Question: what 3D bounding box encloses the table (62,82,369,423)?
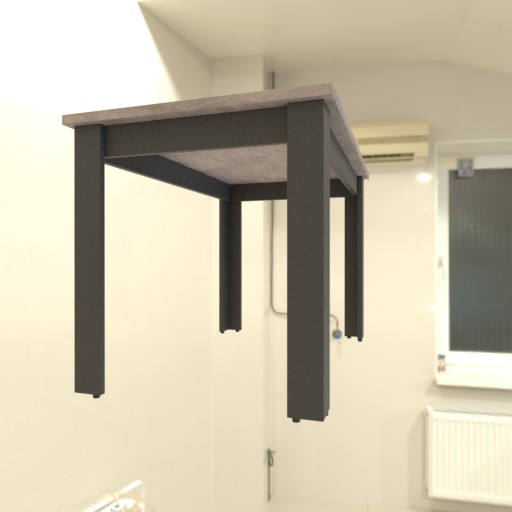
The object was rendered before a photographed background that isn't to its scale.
[{"bbox_3d":[0.000,0.000,1.563,0.700,0.734,1.100,0,0,18],"label":"table"}]
